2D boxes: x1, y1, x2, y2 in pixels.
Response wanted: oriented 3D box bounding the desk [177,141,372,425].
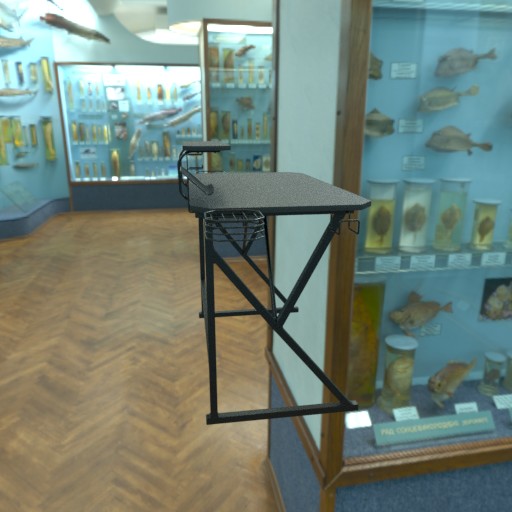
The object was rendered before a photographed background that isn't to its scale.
[{"bbox_3d":[0.000,0.000,1.779,0.580,0.880,1.290,-2,16,-8],"label":"desk"}]
